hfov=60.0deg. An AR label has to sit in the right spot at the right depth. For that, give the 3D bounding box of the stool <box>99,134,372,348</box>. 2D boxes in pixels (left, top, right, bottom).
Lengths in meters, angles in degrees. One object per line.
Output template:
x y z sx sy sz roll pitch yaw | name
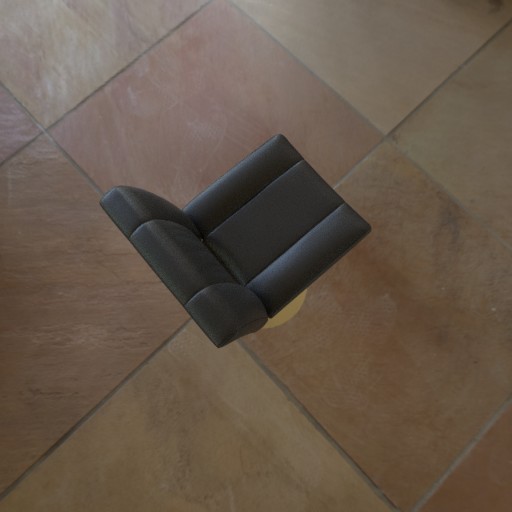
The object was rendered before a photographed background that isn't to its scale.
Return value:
0.000 0.000 1.434 0.520 1.151 0.415 -40 79 -9 | stool
